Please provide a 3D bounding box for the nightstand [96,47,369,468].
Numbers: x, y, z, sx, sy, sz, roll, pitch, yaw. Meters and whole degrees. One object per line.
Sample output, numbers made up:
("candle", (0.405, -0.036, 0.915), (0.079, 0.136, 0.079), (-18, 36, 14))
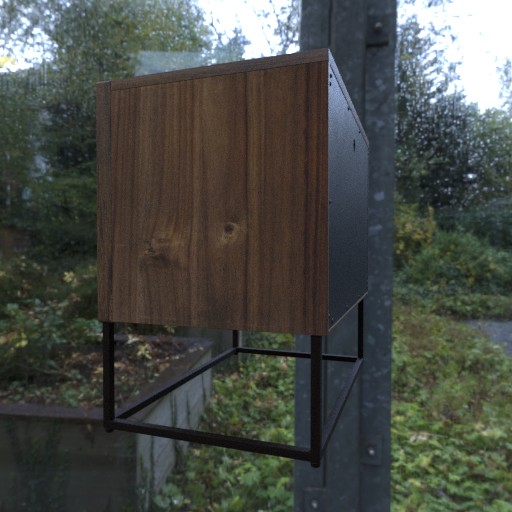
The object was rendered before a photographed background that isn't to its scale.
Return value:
("nightstand", (0.000, 0.000, 0.996), (0.437, 0.610, 0.610), (0, 1, 20))
